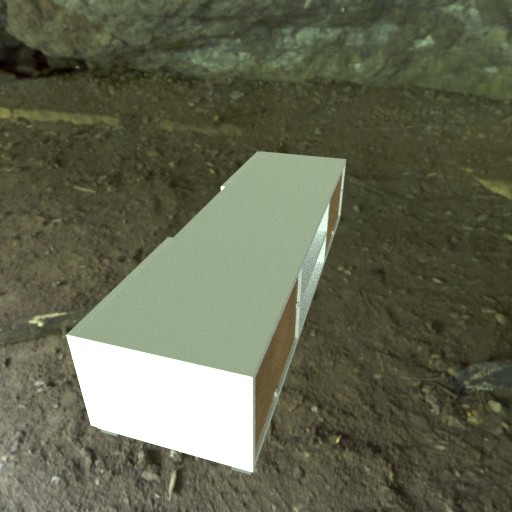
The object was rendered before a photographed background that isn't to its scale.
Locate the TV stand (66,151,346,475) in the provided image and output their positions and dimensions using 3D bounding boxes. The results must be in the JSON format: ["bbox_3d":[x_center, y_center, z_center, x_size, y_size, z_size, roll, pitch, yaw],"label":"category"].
[{"bbox_3d":[0.000,0.000,1.551,0.420,0.310,1.400,9,31,15],"label":"TV stand"}]
